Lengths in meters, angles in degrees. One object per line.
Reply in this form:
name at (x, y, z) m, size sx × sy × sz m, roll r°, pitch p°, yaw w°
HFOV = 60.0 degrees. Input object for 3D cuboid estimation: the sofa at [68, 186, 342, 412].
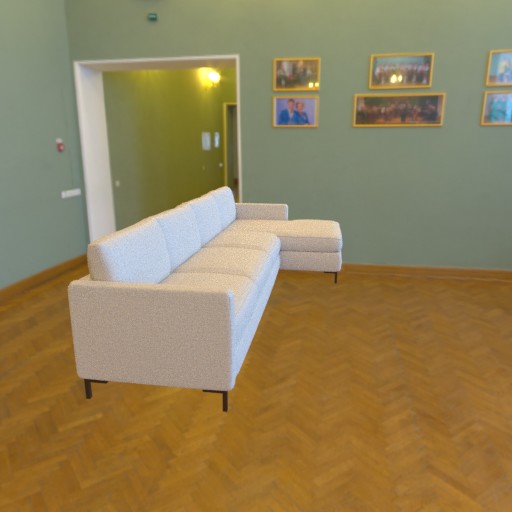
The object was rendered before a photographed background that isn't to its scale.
sofa at (0.000, 0.000, 3.159) m, size 1.258 × 0.755 × 2.731 m, roll 2°, pitch 15°, yaw 9°
